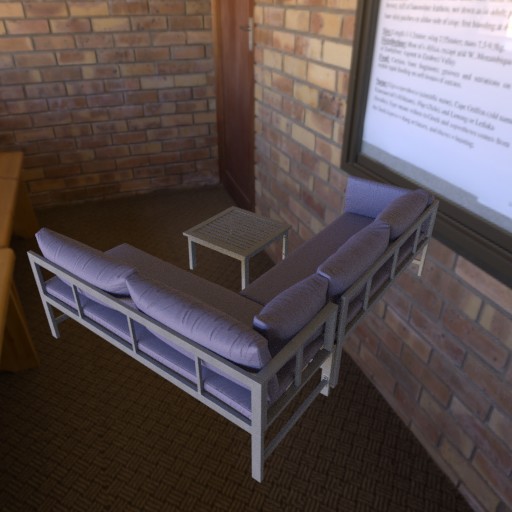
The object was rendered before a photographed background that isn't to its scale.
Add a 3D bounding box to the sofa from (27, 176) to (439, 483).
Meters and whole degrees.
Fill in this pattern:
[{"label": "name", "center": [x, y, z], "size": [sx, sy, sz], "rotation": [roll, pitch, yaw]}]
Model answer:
[{"label": "sofa", "center": [0.000, 0.000, 2.966], "size": [1.658, 0.762, 2.149], "rotation": [21, 37, 31]}]
